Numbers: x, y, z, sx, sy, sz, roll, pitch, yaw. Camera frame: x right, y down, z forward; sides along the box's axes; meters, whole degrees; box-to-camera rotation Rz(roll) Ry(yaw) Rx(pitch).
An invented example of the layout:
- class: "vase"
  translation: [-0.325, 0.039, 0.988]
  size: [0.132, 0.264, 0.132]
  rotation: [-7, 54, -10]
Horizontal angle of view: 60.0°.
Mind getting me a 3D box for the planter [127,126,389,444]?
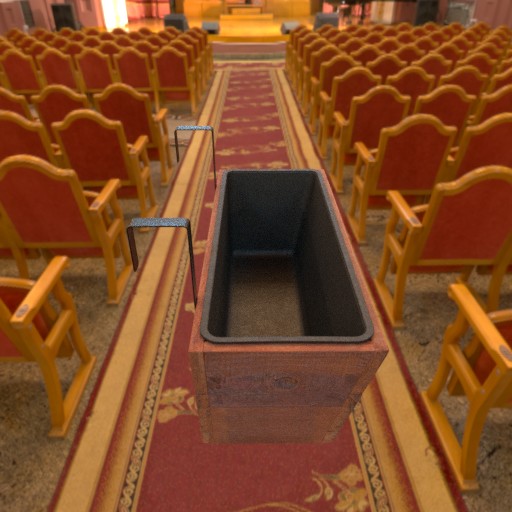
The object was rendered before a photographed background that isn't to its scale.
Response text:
- class: "planter"
  translation: [0.000, 0.000, 0.663]
  size: [0.262, 0.289, 0.480]
  rotation: [0, 33, 0]
